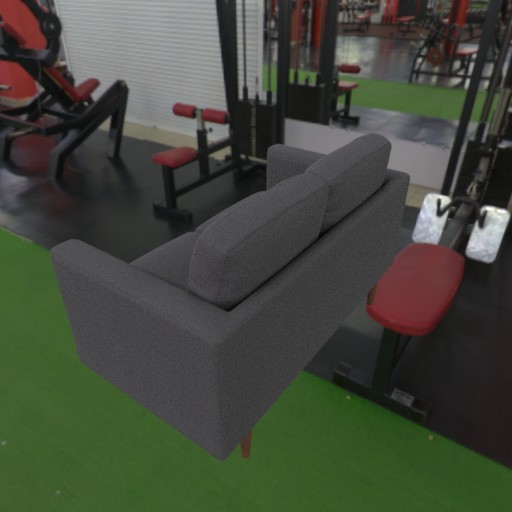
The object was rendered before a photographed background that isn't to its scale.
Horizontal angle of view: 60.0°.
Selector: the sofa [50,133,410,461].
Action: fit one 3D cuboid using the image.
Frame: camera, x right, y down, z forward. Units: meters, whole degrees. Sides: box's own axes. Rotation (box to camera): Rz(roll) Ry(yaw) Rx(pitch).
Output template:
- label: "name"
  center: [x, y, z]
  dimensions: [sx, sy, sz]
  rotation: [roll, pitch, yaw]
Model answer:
- label: "sofa"
  center: [0.000, 0.000, 1.940]
  dimensions: [0.796, 0.908, 1.430]
  rotation: [21, 38, 30]
